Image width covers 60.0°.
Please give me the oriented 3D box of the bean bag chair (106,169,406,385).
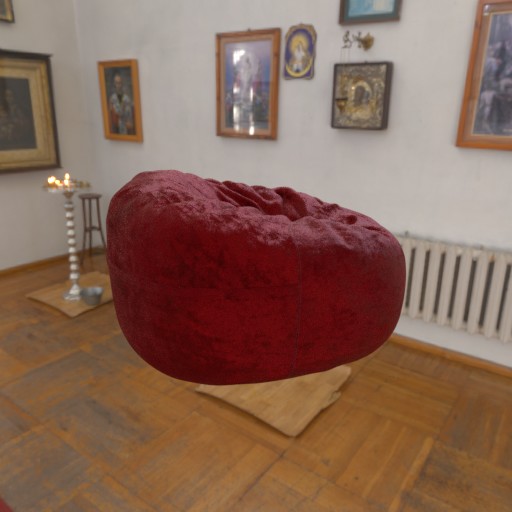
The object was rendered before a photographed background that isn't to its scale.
[{"bbox_3d":[0.000,0.000,2.388,1.524,0.878,1.524,-2,17,-8],"label":"bean bag chair"}]
